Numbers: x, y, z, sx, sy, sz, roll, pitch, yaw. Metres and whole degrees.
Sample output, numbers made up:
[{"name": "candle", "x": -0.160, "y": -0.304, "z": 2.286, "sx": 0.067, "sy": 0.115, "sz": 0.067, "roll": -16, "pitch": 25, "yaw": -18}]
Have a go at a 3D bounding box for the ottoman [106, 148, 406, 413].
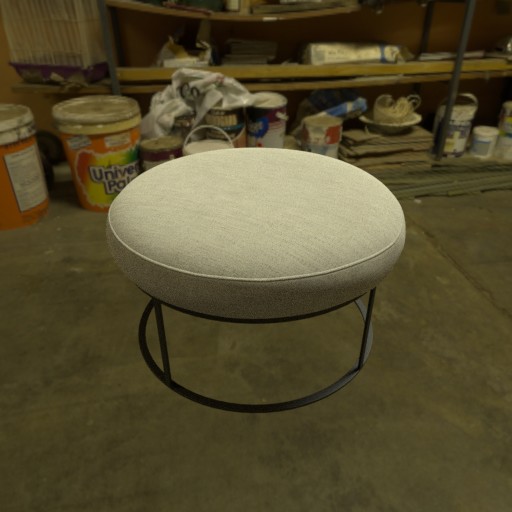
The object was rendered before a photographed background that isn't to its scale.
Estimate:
[{"name": "ottoman", "x": 0.000, "y": 0.000, "z": 1.251, "sx": 0.769, "sy": 0.459, "sz": 0.769, "roll": 0, "pitch": 31, "yaw": 0}]
